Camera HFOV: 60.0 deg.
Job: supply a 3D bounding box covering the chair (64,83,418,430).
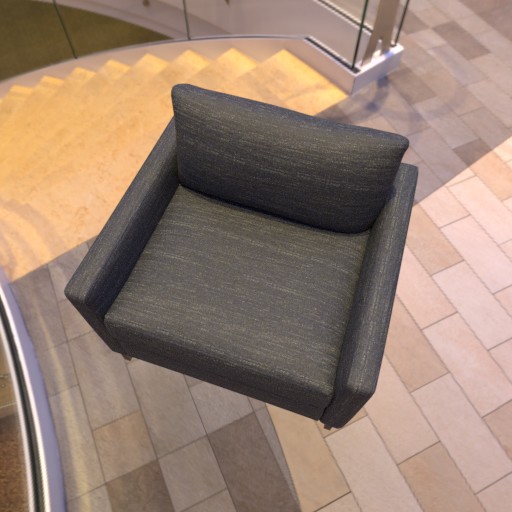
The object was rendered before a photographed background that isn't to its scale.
[{"bbox_3d":[0.000,0.000,1.593,0.963,0.861,0.866,16,60,10],"label":"chair"}]
